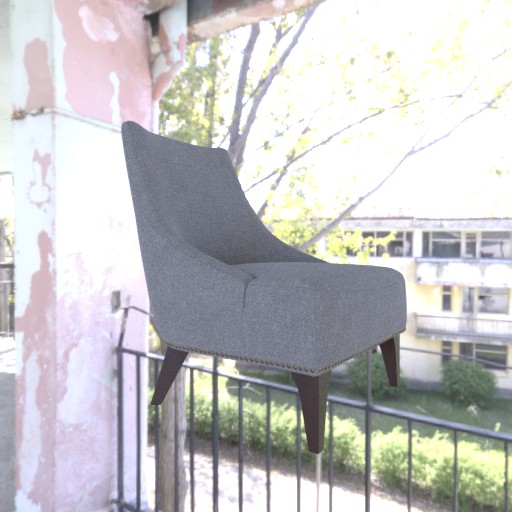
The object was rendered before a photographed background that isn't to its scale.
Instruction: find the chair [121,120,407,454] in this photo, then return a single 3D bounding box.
[{"bbox_3d":[0.000,0.000,1.508,0.861,0.909,0.701,1,1,34],"label":"chair"}]
